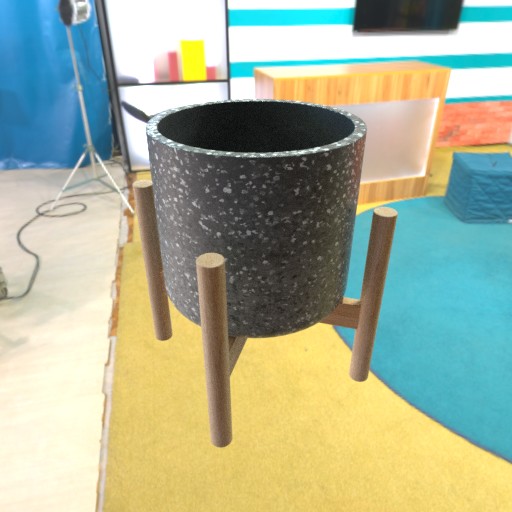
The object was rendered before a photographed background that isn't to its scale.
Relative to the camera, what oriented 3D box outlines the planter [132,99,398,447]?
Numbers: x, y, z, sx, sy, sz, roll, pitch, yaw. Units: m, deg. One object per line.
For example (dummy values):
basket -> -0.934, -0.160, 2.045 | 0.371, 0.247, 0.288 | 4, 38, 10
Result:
planter -> 0.000, 0.000, 0.536 | 0.284, 0.320, 0.284 | 22, 38, 32
